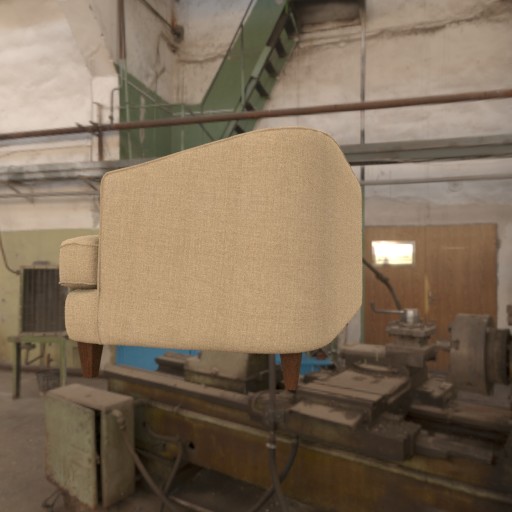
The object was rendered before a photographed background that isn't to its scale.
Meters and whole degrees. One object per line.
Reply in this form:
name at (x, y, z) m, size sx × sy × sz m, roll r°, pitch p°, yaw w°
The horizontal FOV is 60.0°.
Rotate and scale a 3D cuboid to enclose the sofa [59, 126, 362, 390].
sofa at (0.000, 0.000, 2.203) m, size 0.941 × 0.855 × 1.733 m, roll 0°, pitch 0°, yaw 18°
